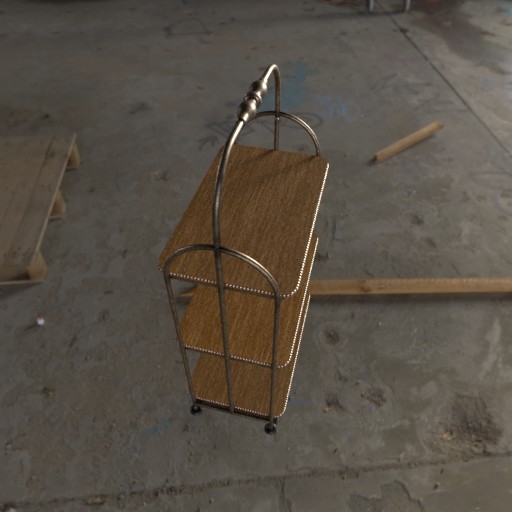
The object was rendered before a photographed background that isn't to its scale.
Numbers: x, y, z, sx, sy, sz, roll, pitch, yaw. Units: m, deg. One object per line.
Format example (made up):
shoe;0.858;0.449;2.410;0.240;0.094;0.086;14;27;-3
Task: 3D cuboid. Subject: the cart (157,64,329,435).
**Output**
cart;0.000;0.000;1.326;0.330;1.052;0.650;11;47;10
